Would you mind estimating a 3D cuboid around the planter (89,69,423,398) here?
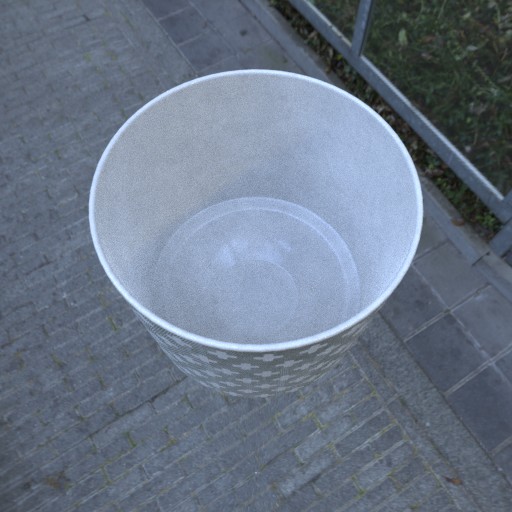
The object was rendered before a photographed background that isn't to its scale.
[{"bbox_3d":[0.000,0.000,0.441,0.250,0.239,0.250,0,64,0],"label":"planter"}]
